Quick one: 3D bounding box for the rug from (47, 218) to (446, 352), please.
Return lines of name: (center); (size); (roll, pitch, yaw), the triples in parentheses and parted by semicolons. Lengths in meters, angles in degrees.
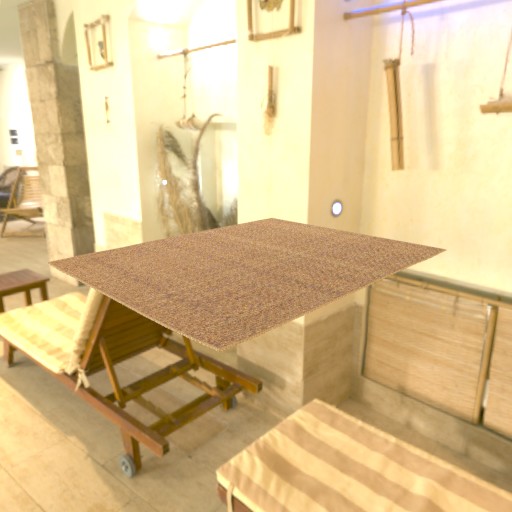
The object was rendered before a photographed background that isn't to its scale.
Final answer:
rug: (0.000, 0.000, 4.239); (2.439, 0.013, 3.048); (15, 22, 43)
